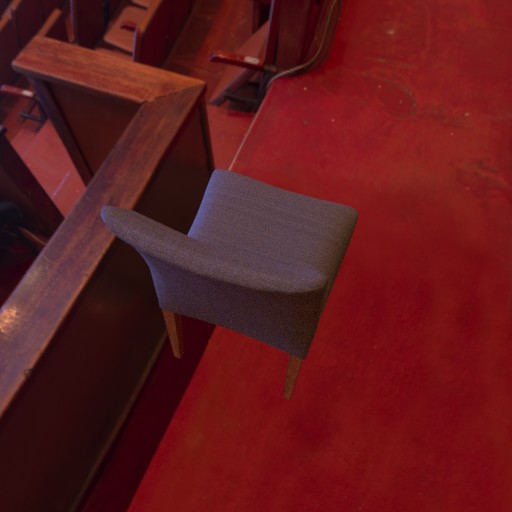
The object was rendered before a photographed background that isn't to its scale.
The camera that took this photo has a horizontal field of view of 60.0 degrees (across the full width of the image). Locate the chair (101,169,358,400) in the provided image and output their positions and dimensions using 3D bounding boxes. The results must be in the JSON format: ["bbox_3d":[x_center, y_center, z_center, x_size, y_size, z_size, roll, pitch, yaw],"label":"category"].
[{"bbox_3d":[0.000,0.000,1.283,0.496,0.940,0.585,18,64,9],"label":"chair"}]
